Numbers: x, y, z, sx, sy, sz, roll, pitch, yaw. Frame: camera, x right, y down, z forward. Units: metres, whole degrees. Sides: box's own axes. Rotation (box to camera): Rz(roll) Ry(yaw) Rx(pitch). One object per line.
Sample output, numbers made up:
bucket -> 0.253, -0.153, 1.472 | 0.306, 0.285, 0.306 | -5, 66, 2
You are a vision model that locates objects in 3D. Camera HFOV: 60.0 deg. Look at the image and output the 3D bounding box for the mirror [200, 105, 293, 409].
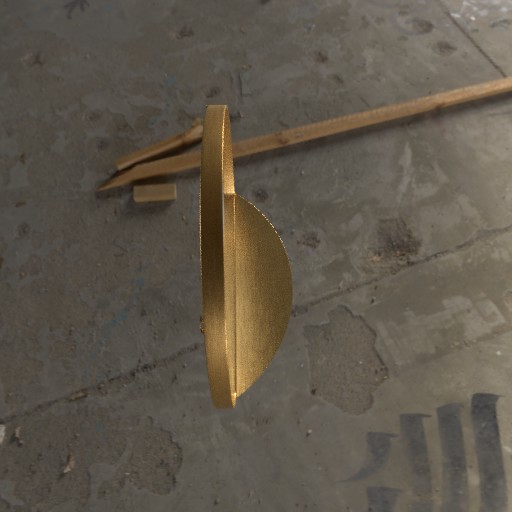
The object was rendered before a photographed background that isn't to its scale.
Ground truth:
mirror -> 0.000, 0.000, 0.706 | 0.133, 0.457, 0.457 | -1, 63, -1
